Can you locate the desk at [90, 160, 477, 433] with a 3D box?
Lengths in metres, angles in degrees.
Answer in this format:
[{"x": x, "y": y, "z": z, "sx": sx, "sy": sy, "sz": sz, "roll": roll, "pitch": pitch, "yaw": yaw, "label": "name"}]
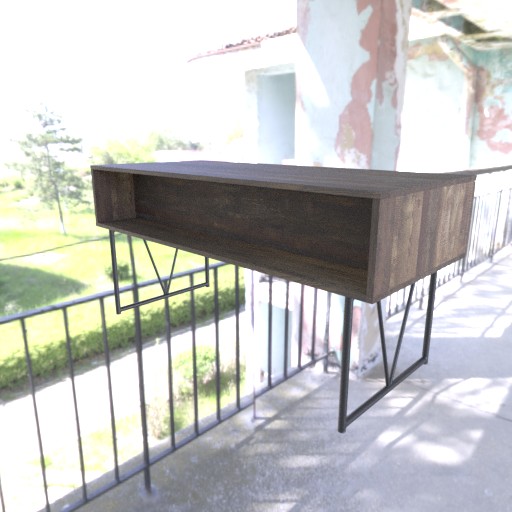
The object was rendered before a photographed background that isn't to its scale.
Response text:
[{"x": 0.000, "y": 0.000, "z": 2.031, "sx": 1.600, "sy": 0.780, "sz": 0.730, "roll": 14, "pitch": 20, "yaw": 42, "label": "desk"}]
